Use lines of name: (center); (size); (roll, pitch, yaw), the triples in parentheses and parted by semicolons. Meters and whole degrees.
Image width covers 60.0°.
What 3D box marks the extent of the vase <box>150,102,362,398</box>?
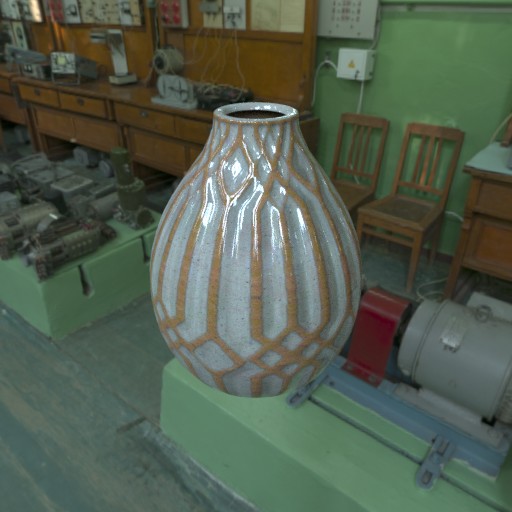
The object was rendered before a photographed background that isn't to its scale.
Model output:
vase: (0.000, 0.000, 0.274); (0.131, 0.175, 0.131); (0, 30, 0)
